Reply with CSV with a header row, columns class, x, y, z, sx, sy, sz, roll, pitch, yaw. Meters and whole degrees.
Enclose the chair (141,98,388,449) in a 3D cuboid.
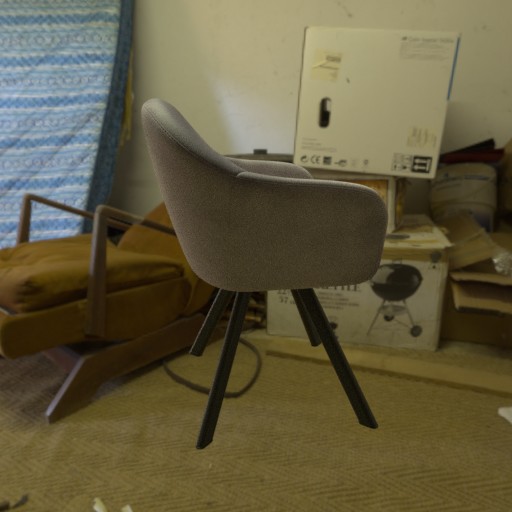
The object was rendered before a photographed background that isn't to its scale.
class,x,y,z,sx,sy,sz,roll,pitch,yaw
chair,0.000,0.000,1.171,0.540,0.780,0.570,-3,16,-9
